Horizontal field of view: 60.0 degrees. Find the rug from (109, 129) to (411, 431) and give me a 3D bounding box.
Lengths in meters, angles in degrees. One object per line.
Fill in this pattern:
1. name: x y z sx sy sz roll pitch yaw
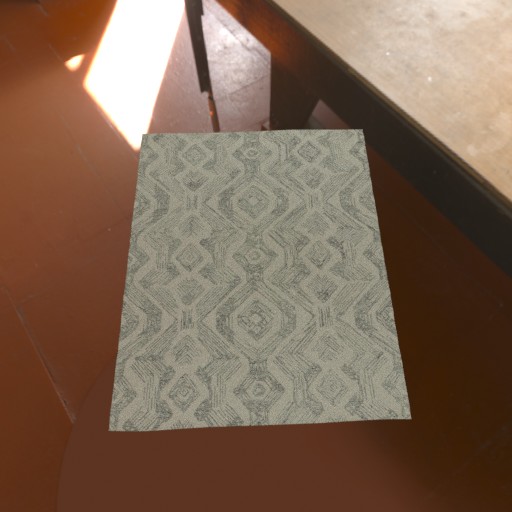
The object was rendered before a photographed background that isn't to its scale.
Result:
1. rug: 0.000 0.000 4.203 2.430 0.030 3.054 -1 64 -1
